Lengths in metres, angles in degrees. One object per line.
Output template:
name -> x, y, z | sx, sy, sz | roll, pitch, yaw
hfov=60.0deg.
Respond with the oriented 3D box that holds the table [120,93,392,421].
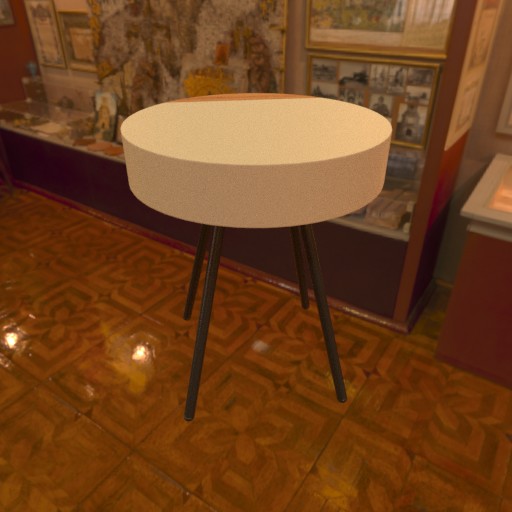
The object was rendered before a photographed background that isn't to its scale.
table -> 0.000, 0.000, 0.866 | 0.450, 0.525, 0.450 | 0, 31, 0
